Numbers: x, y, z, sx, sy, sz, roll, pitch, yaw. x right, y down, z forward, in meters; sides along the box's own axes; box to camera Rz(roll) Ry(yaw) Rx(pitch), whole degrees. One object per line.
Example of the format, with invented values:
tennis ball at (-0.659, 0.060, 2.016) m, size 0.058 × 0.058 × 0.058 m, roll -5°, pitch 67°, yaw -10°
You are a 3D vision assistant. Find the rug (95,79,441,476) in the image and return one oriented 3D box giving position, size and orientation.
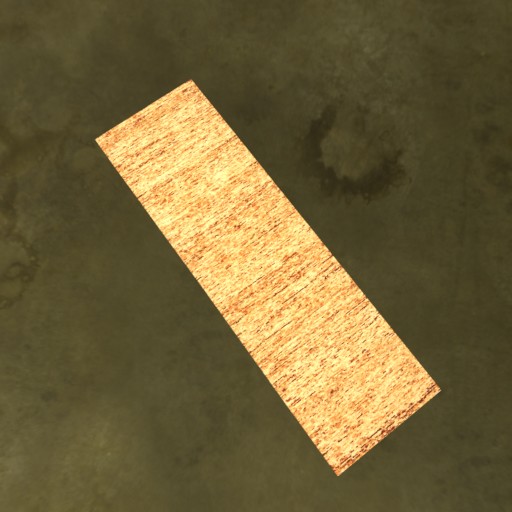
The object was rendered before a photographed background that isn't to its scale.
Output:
rug at (0.000, 0.000, 2.411) m, size 0.680 × 0.014 × 2.237 m, roll -36°, pitch 79°, yaw -8°
